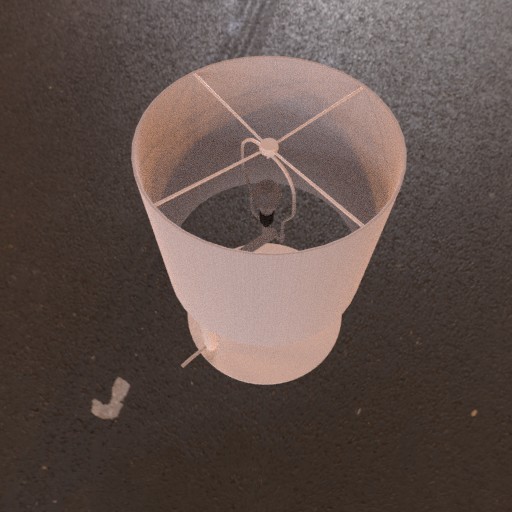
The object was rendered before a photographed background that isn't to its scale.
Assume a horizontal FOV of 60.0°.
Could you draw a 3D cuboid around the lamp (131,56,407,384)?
[{"bbox_3d":[0.000,0.000,0.674,0.341,0.454,0.299,-34,64,-19],"label":"lamp"}]
